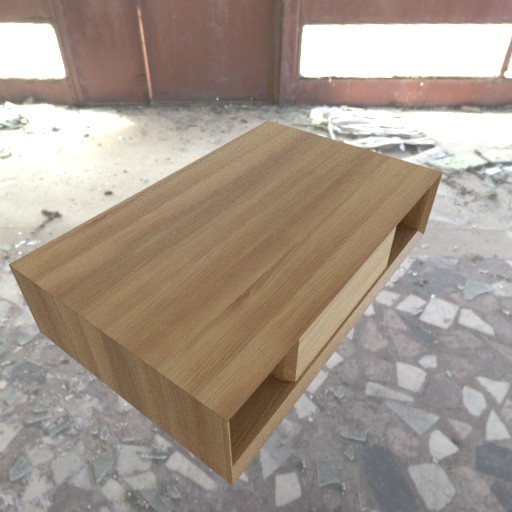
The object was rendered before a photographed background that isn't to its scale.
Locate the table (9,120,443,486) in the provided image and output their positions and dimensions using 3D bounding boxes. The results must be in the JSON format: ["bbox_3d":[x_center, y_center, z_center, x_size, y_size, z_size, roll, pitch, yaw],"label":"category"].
[{"bbox_3d":[0.000,0.000,1.374,0.700,0.330,1.100,26,46,27],"label":"table"}]
